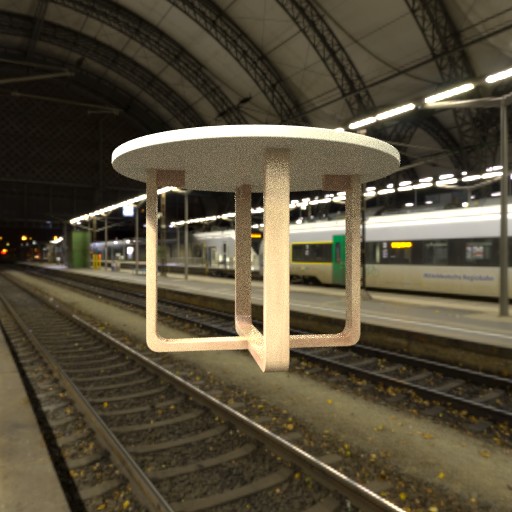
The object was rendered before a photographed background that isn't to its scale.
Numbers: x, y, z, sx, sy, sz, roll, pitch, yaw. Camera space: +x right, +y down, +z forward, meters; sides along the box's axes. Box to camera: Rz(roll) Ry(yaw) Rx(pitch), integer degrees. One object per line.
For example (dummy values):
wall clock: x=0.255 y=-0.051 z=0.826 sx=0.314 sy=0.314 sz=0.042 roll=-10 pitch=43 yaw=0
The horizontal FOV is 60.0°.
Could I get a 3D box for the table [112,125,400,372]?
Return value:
table: x=0.000 y=0.000 z=0.972 sx=0.600 sy=0.400 sz=0.600 roll=0 pitch=0 yaw=0
